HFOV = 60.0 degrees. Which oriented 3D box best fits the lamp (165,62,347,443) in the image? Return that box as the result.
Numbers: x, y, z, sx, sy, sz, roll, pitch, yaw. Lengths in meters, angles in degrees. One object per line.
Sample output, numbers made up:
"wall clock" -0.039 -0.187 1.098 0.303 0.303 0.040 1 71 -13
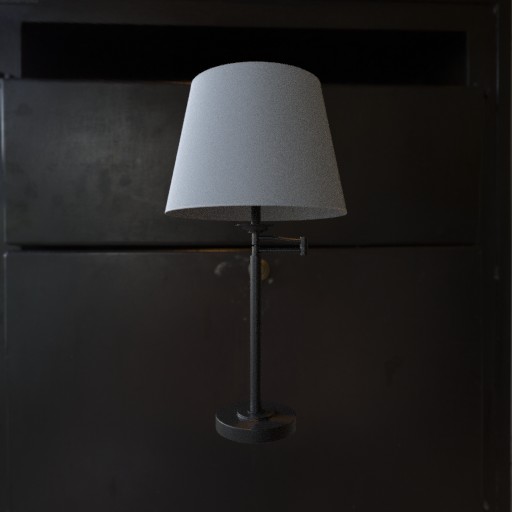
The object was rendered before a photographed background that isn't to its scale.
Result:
"lamp" 0.000 0.000 0.902 0.363 0.696 0.363 0 1 0
